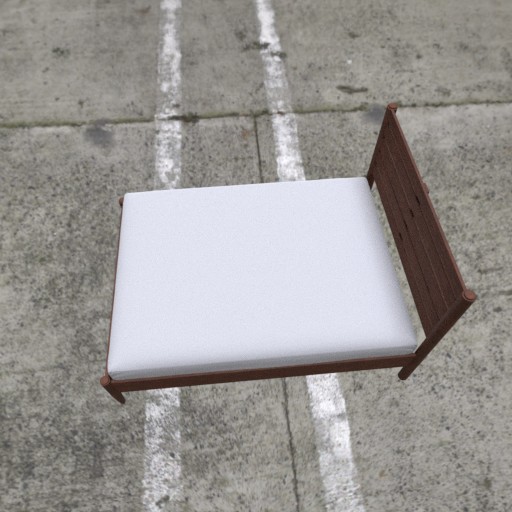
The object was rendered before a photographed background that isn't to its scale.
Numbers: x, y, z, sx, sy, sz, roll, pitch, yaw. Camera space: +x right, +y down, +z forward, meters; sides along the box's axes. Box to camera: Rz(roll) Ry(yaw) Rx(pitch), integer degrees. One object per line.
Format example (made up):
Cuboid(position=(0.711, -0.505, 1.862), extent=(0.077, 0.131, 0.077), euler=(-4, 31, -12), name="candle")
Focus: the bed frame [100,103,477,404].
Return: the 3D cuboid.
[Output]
Cuboid(position=(0.000, 0.000, 3.302), extent=(2.234, 1.321, 1.655), euler=(-4, 56, -3), name="bed frame")
